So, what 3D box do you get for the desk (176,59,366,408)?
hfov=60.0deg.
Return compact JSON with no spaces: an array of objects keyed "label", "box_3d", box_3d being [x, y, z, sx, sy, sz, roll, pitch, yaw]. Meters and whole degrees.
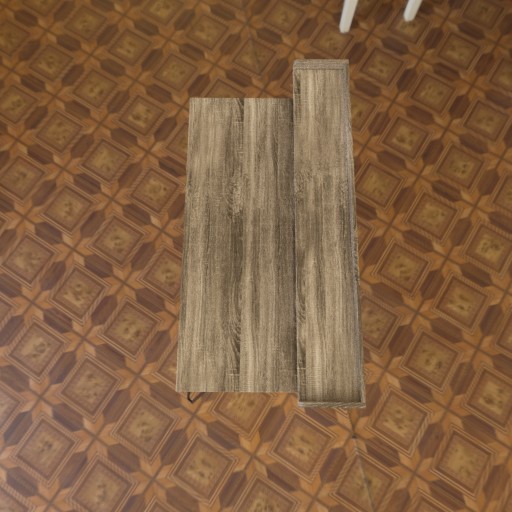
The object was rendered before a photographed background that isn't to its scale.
[{"label":"desk","box_3d":[0.000,0.000,1.681,0.605,0.899,1.135,0,76,0]}]
